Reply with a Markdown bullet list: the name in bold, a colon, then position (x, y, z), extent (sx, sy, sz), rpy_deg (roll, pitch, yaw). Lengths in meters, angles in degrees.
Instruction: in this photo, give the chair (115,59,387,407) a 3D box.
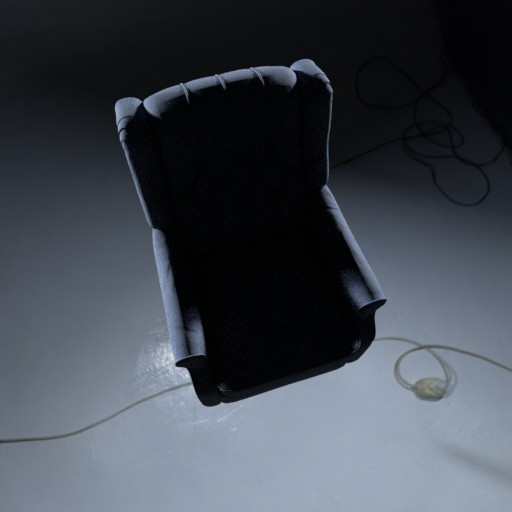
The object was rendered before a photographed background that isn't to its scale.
- **chair**: position (0.000, 0.000, 1.650), extent (0.742, 1.035, 0.898), rpy_deg (-15, 64, -8)
